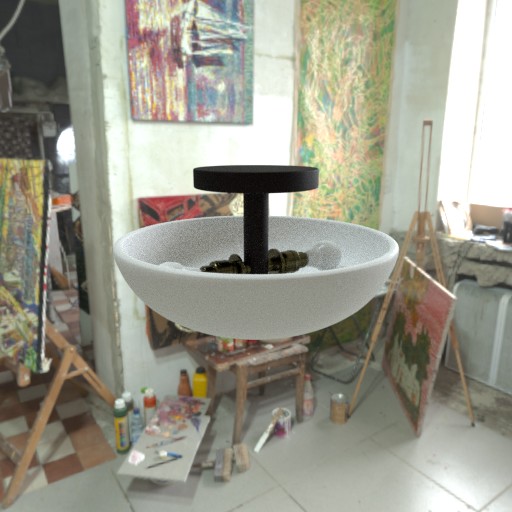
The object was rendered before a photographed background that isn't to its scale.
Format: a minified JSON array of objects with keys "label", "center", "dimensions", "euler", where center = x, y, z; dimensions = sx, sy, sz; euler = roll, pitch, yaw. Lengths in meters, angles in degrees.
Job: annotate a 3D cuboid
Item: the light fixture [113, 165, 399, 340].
[{"label":"light fixture","center":[0.000,0.000,0.542],"dimensions":[0.331,0.212,0.331],"euler":[0,14,0]}]
